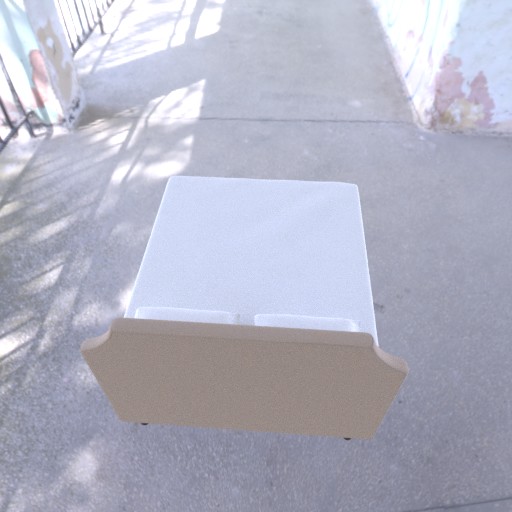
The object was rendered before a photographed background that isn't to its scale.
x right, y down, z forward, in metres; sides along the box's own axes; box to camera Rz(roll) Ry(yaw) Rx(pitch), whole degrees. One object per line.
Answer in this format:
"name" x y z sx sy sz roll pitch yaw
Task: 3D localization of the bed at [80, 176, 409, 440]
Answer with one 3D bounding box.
"bed" 0.000 0.000 4.212 2.350 1.590 2.773 3 48 3
